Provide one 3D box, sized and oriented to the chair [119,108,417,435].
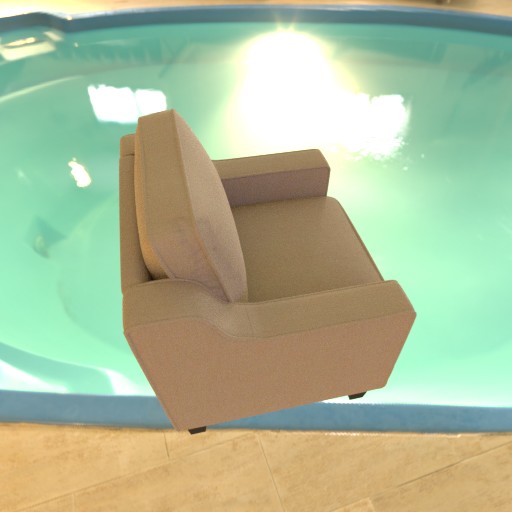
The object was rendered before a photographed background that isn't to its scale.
[{"bbox_3d":[0.000,0.000,1.669,0.882,0.948,0.922,-9,46,-9],"label":"chair"}]
